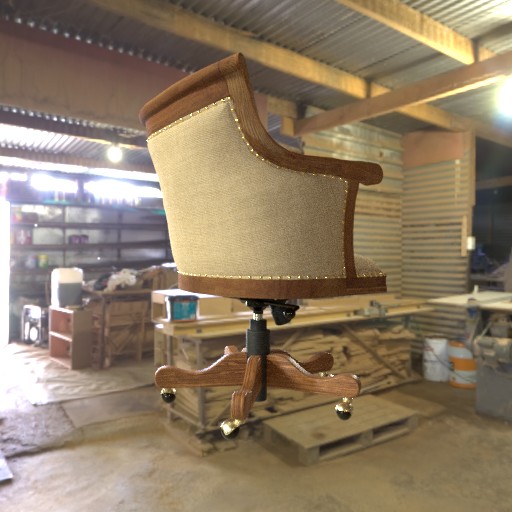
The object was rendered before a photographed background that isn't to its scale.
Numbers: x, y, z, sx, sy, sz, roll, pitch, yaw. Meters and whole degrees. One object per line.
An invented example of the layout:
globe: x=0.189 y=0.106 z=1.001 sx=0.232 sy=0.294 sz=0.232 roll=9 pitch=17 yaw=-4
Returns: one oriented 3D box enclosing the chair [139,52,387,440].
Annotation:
chair: x=0.000 y=0.000 z=1.440 sx=0.689 sy=0.965 sz=0.656 roll=0 pitch=1 yaw=-36
